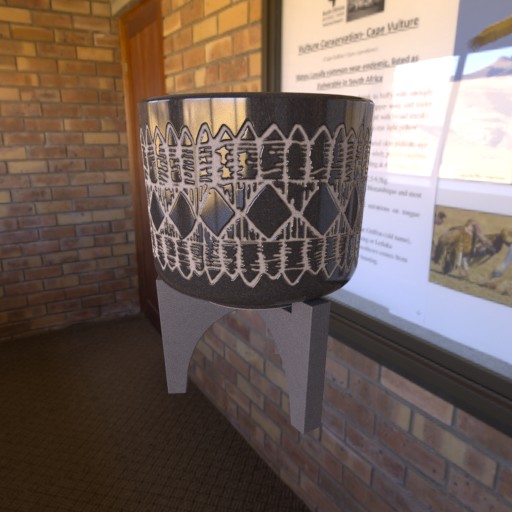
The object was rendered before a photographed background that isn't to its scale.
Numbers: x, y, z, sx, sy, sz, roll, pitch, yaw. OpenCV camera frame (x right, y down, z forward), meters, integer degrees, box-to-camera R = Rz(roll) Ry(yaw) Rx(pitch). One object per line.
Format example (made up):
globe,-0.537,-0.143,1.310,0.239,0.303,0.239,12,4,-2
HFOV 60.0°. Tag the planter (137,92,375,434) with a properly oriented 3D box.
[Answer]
planter,0.000,0.000,0.270,0.129,0.177,0.129,0,15,0
